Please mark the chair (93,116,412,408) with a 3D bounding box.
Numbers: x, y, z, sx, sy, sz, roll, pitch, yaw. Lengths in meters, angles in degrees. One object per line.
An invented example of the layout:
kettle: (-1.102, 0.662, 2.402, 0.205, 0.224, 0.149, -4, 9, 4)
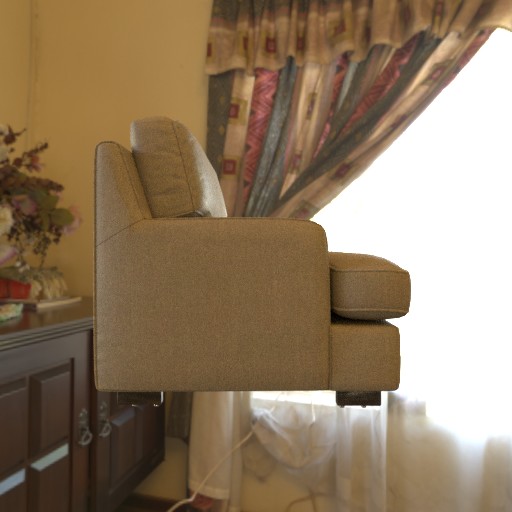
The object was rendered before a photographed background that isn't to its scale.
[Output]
chair: (0.000, 0.000, 1.992, 1.043, 0.974, 1.270, 0, 0, 1)
